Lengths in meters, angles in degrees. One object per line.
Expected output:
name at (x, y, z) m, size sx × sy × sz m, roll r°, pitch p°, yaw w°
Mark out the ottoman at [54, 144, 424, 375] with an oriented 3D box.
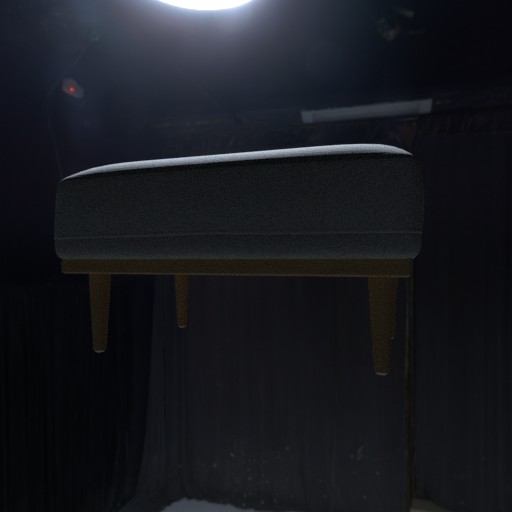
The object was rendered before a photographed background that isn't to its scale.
ottoman at (0.000, 0.000, 1.073) m, size 0.749 × 0.428 × 0.549 m, roll 0°, pitch -1°, yaw 19°
